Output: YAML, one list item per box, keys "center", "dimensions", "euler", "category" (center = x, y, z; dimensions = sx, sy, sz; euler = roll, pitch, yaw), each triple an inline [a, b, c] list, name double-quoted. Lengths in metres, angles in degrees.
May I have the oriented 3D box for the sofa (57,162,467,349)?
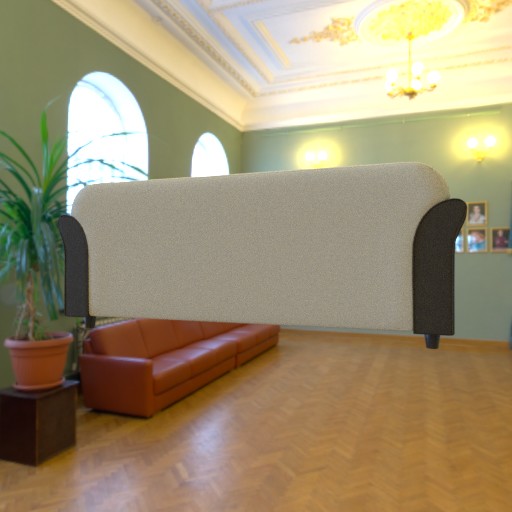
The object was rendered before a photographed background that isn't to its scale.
- center: [0.000, 0.000, 2.407]
  dimensions: [2.001, 0.787, 0.755]
  euler: [0, -1, 19]
  category: "sofa"
